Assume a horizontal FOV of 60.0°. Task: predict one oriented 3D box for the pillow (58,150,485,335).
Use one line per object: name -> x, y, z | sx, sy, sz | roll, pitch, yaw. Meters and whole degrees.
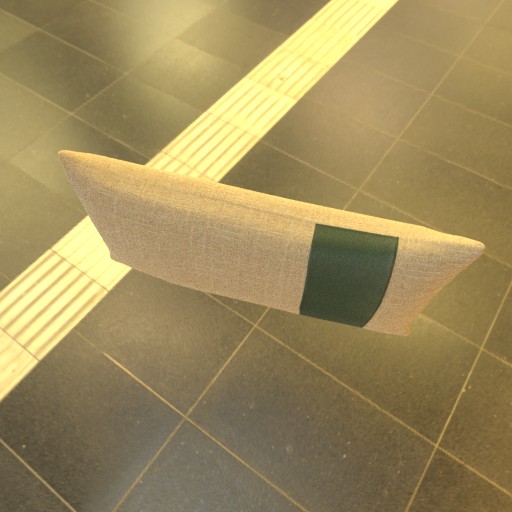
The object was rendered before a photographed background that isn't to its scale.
pillow -> 0.000, 0.000, 1.036 | 0.859, 0.429, 0.197 | 14, 59, 8
